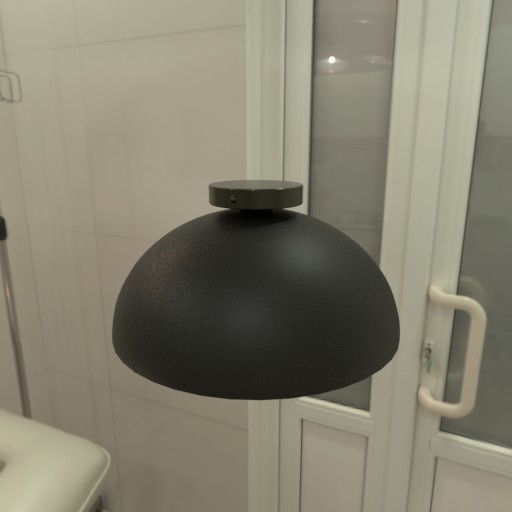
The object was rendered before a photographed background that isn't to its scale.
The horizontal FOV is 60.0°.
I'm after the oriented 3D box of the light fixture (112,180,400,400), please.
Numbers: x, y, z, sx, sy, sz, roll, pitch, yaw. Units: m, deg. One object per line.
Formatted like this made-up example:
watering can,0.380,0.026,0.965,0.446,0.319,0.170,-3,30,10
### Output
light fixture,0.000,0.000,0.551,0.355,0.177,0.355,0,15,0
